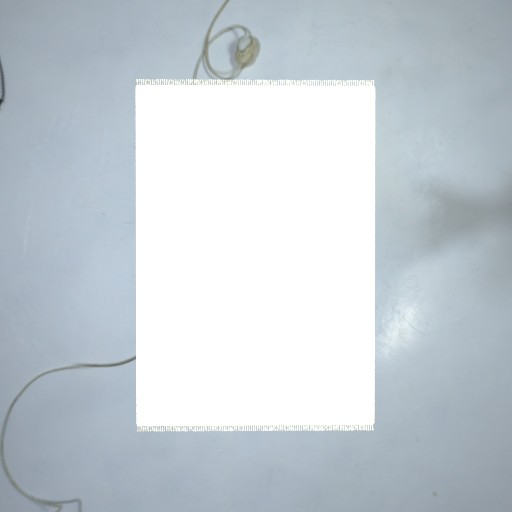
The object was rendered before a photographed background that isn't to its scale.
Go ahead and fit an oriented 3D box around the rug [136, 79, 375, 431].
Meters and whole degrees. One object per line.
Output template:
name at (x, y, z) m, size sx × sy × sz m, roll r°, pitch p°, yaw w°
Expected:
rug at (0.000, 0.000, 2.821) m, size 1.514 × 0.011 × 2.233 m, roll 0°, pitch 91°, yaw -1°
